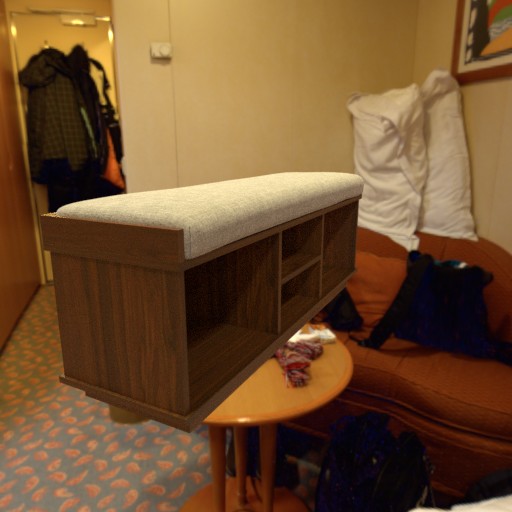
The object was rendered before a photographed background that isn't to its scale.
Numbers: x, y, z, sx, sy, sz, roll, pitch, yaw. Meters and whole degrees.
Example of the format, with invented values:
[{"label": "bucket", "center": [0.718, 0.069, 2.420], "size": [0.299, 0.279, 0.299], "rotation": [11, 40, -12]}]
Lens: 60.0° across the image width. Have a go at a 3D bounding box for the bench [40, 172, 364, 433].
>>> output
[{"label": "bench", "center": [0.000, 0.000, 1.382], "size": [0.367, 0.468, 1.196], "rotation": [7, 16, 27]}]
